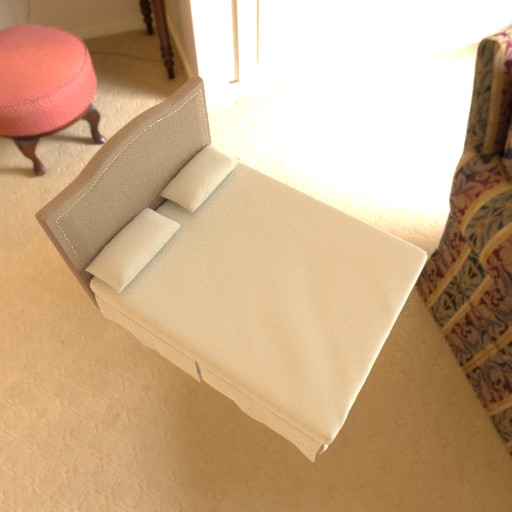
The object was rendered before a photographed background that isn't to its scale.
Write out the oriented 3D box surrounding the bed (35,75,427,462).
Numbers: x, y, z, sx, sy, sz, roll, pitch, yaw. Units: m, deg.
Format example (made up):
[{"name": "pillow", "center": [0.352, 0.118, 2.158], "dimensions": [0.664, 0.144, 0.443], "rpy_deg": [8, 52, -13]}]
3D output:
[{"name": "bed", "center": [0.000, 0.000, 3.395], "dimensions": [2.282, 1.436, 1.821], "rpy_deg": [29, 62, 17]}]
